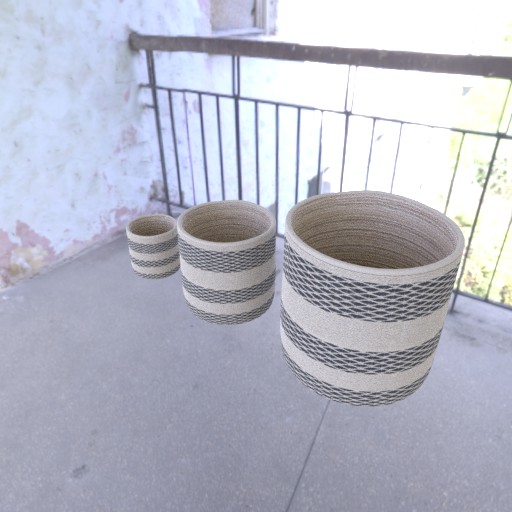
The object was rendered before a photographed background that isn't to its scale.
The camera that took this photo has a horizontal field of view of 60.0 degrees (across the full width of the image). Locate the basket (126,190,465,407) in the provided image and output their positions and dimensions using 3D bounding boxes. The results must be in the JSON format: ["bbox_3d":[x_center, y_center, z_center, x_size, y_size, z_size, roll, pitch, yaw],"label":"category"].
[{"bbox_3d":[0.000,0.000,1.113,0.917,0.356,0.351,20,36,30],"label":"basket"}]
